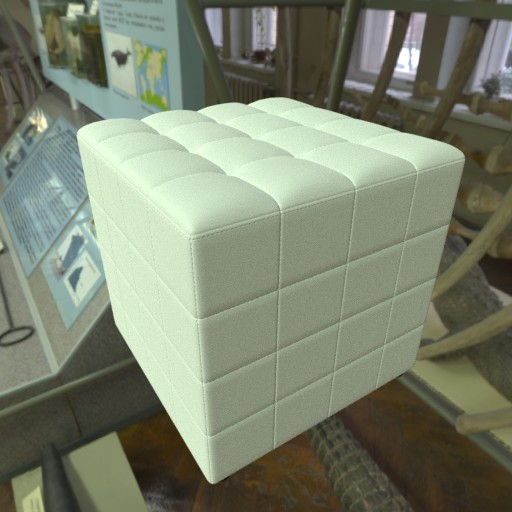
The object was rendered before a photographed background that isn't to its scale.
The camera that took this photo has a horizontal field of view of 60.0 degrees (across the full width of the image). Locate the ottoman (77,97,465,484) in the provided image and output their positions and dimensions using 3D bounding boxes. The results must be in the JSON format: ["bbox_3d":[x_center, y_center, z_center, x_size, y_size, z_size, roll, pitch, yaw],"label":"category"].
[{"bbox_3d":[0.000,0.000,0.765,0.425,0.432,0.425,-18,35,-28],"label":"ottoman"}]
